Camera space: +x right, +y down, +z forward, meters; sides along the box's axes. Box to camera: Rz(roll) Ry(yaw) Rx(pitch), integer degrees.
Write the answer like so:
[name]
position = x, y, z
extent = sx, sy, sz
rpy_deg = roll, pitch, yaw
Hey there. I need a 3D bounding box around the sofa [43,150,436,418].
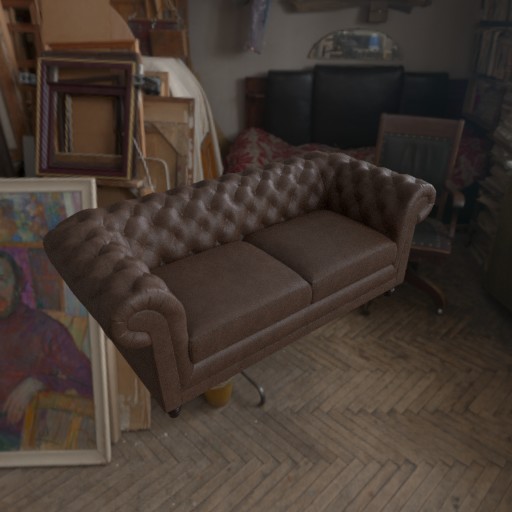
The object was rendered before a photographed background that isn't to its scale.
[sofa]
position = 0.000, 0.000, 2.559
extent = 2.048, 0.784, 0.955
rpy_deg = -21, 36, -32
